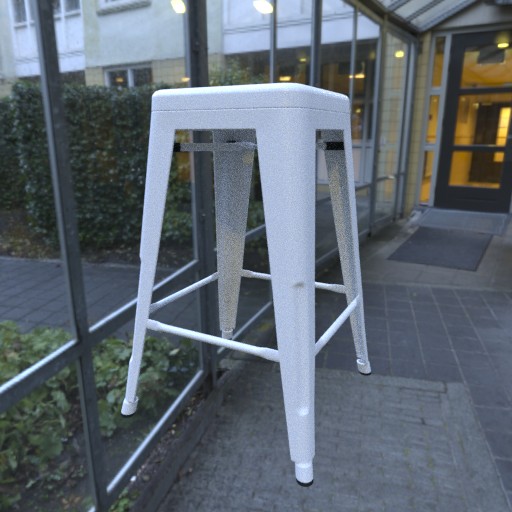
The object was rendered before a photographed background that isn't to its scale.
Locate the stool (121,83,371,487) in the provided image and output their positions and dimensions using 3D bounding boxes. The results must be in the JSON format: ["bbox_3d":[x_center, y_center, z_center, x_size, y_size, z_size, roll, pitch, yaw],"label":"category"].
[{"bbox_3d":[0.000,0.000,0.880,0.406,0.610,0.406,8,17,27],"label":"stool"}]
